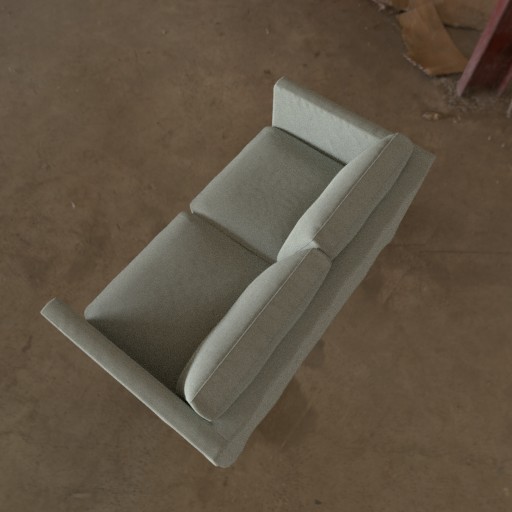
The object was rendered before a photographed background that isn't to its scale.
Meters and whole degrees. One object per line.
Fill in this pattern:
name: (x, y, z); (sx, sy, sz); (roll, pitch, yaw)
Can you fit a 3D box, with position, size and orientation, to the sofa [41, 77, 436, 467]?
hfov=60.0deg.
sofa: (0.000, 0.000, 2.213); (0.944, 0.830, 1.727); (34, 68, 16)
